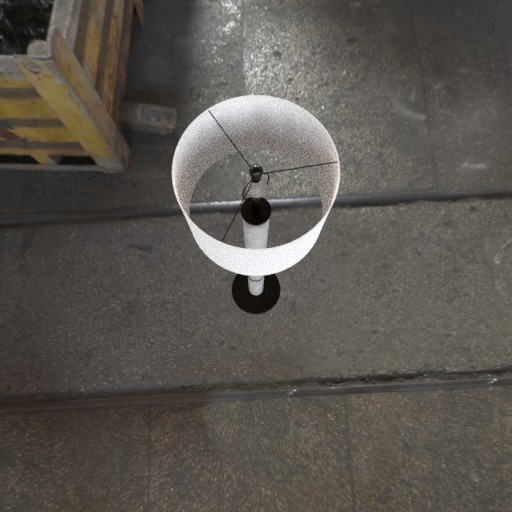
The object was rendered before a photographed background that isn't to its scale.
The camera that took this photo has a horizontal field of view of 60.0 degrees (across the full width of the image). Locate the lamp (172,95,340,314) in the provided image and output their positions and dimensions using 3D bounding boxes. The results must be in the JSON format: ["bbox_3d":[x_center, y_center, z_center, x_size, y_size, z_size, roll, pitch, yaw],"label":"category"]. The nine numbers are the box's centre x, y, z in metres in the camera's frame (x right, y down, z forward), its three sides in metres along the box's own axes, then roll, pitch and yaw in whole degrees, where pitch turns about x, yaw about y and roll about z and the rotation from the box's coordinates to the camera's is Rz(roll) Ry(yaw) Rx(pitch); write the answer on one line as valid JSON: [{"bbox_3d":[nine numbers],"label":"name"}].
[{"bbox_3d":[0.000,0.000,1.755,0.377,1.599,0.377,-35,79,-8],"label":"lamp"}]
